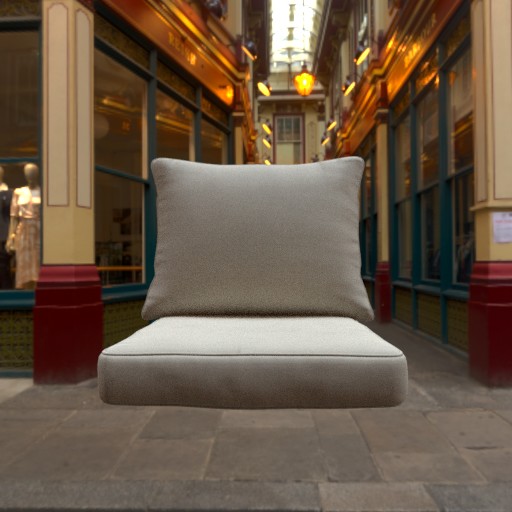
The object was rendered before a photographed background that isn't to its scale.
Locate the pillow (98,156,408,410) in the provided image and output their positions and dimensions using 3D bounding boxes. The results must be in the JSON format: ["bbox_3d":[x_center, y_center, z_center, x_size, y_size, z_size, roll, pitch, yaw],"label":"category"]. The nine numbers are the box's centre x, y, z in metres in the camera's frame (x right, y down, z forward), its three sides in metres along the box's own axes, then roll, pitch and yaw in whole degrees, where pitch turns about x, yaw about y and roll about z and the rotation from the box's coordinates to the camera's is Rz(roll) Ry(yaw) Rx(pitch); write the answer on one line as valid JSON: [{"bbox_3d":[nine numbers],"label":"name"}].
[{"bbox_3d":[0.000,0.000,1.314,0.798,0.716,0.733,0,0,1],"label":"pillow"}]
